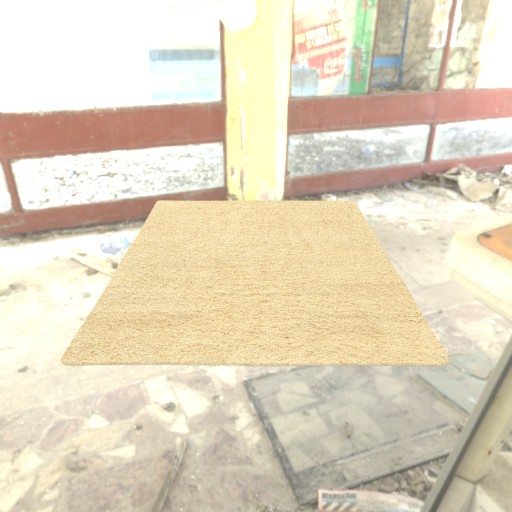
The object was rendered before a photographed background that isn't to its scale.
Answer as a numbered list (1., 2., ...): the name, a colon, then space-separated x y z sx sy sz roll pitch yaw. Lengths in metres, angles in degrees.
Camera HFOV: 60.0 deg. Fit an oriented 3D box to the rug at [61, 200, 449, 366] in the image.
1. rug: 0.000 0.000 4.043 2.401 0.025 3.001 0 26 0
